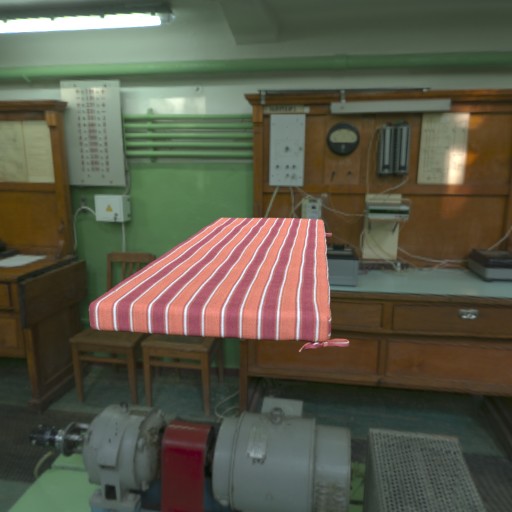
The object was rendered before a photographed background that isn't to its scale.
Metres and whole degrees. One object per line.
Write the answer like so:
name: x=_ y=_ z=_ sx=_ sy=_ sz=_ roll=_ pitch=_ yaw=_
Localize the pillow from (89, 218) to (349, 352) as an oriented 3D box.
pillow: x=0.000 y=0.000 z=1.355 sx=0.492 sy=0.081 sz=1.187 roll=2 pitch=13 yaw=8
